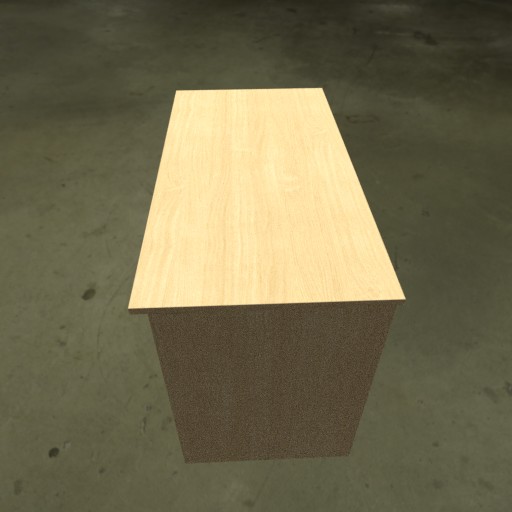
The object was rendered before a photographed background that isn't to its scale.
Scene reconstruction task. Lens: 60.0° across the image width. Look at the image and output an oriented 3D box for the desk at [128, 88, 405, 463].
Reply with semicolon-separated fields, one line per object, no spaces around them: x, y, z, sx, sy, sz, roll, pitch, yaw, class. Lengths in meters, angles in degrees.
0.000;0.000;1.544;0.560;0.735;1.097;-2;42;-2;desk
